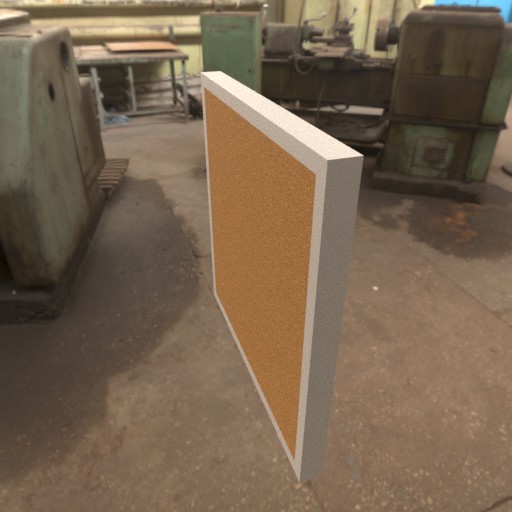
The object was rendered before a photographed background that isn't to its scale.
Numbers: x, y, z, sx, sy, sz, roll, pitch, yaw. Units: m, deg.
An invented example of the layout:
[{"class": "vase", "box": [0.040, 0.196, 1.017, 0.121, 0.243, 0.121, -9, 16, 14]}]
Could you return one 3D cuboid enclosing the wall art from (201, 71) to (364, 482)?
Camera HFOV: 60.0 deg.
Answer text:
[{"class": "wall art", "box": [0.000, 0.000, 0.751, 0.038, 0.508, 0.507, -10, 33, -16]}]
